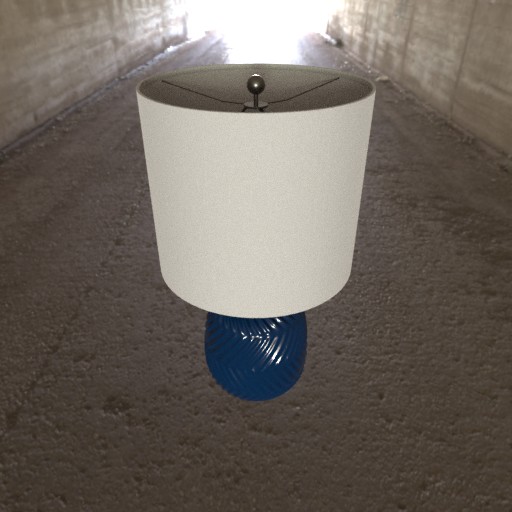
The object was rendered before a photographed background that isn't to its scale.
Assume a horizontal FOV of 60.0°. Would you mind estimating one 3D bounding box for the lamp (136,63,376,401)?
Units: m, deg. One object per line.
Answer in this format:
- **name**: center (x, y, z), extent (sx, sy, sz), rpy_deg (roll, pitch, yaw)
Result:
- **lamp**: center (0.000, 0.000, 0.480), extent (0.203, 0.368, 0.203), rpy_deg (-20, 38, -29)
